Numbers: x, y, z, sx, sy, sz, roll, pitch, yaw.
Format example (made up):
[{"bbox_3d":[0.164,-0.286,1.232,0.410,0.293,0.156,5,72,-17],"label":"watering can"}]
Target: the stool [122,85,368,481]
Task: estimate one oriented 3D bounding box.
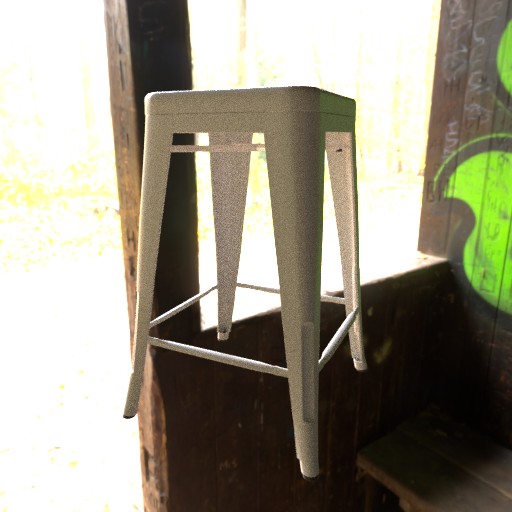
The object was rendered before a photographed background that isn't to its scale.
[{"bbox_3d":[0.000,0.000,0.892,0.406,0.610,0.406,7,17,24],"label":"stool"}]
